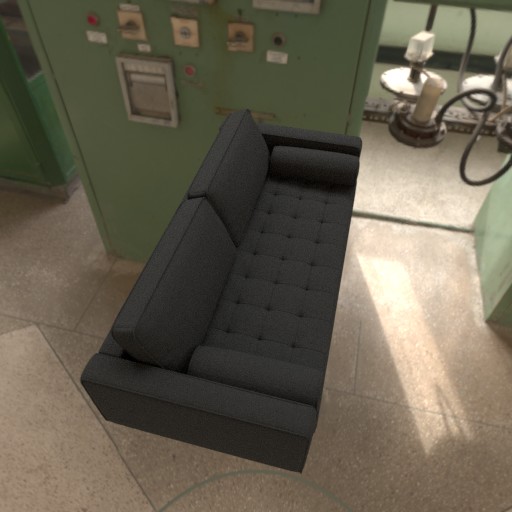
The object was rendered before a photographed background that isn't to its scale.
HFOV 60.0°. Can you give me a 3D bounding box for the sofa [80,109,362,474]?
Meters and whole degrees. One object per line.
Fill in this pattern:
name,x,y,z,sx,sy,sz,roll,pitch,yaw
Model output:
sofa,0.000,0.000,2.327,0.914,0.759,1.875,11,49,10
